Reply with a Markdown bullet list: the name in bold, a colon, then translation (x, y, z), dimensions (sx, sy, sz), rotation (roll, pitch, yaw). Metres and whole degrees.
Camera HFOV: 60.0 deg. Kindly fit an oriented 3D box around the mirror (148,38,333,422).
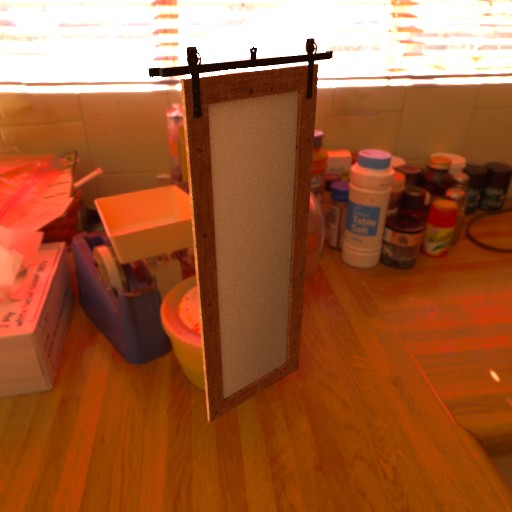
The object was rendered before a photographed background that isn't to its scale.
- **mirror**: translation (0.000, 0.000, 2.053), dimensions (0.847, 1.793, 0.042), rotation (-22, 37, -32)
